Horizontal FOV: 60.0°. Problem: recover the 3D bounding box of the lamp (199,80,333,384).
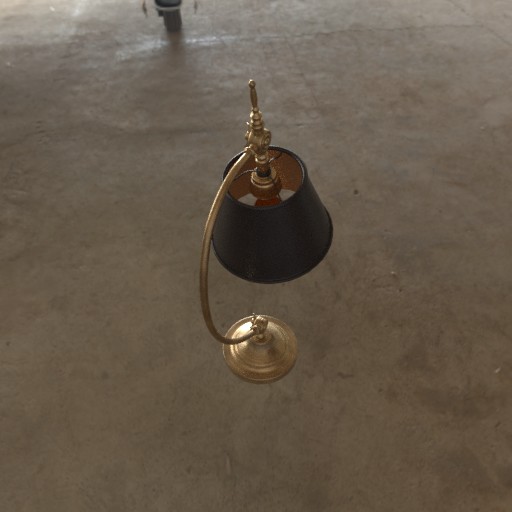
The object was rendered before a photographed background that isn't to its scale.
[{"bbox_3d":[0.000,0.000,0.826,0.235,0.675,0.344,23,50,21],"label":"lamp"}]
